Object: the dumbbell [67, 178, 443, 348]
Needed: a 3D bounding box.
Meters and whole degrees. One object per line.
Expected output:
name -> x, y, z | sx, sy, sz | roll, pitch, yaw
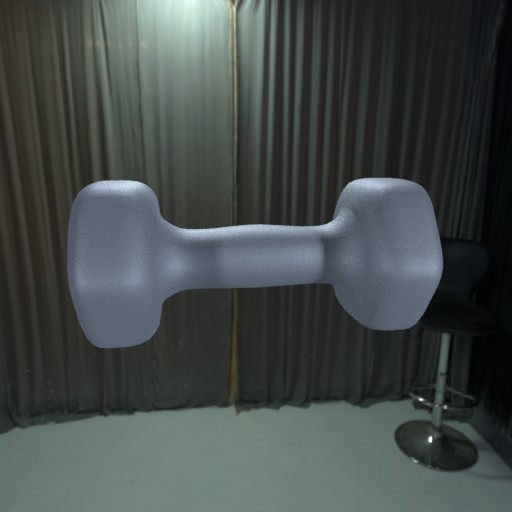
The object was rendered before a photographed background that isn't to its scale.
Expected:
dumbbell -> 0.000, 0.000, 0.310 | 0.240, 0.105, 0.116 | -2, 14, -8
